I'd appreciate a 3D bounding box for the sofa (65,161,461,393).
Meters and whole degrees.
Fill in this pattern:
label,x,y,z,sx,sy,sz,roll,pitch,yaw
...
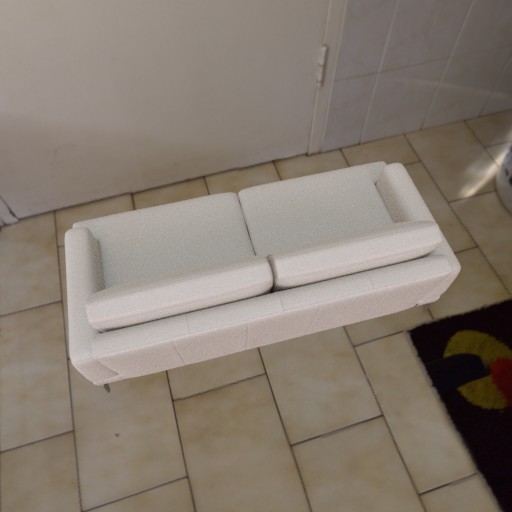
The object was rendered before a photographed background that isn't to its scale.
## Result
label,x,y,z,sx,sy,sz,roll,pitch,yaw
sofa,0.000,0.000,2.408,1.940,0.765,0.974,-13,60,-7
